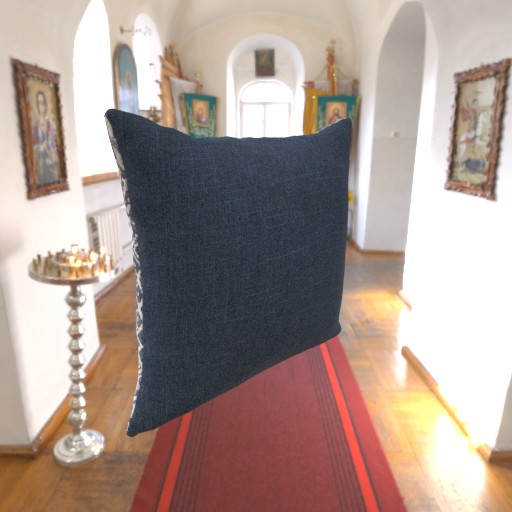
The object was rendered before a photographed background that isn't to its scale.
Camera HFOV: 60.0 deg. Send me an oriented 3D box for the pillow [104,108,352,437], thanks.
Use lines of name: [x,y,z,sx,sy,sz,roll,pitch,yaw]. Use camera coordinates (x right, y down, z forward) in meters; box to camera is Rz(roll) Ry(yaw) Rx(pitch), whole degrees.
pillow: [0.000,0.000,0.793,0.546,0.487,0.180,-15,22,-42]
